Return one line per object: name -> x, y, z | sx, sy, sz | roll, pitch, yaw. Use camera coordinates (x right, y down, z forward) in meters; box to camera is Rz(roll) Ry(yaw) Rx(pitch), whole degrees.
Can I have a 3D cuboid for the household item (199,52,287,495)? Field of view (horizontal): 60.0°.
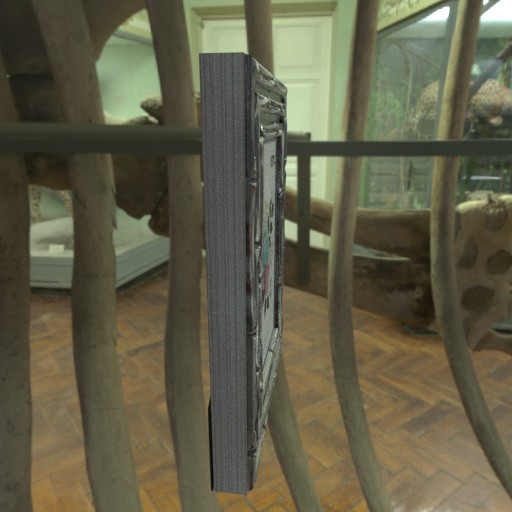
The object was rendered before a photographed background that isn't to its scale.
household item -> 0.000, 0.000, 0.283 | 0.025, 0.216, 0.165 | 3, 17, 8
